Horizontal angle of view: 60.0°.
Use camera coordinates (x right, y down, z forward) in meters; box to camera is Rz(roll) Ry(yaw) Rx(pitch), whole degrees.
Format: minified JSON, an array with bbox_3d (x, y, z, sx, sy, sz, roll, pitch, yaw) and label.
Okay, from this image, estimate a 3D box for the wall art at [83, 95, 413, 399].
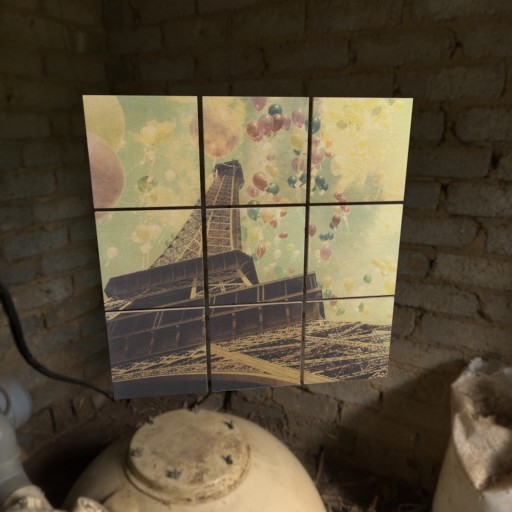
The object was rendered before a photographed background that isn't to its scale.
[{"bbox_3d":[0.000,0.000,1.800,1.219,1.218,0.013,-2,17,-8],"label":"wall art"}]
